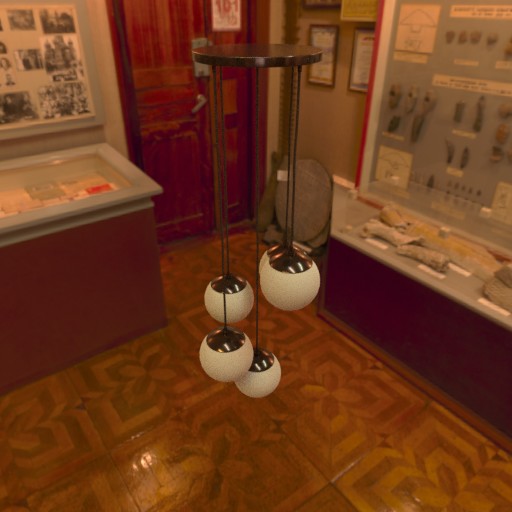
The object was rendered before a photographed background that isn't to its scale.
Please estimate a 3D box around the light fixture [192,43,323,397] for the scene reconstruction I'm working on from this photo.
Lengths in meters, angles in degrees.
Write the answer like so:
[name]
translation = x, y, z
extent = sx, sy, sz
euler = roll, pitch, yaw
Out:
[light fixture]
translation = 0.000, 0.000, 1.497
extent = 0.484, 1.271, 0.489
euler = -19, 36, -30
